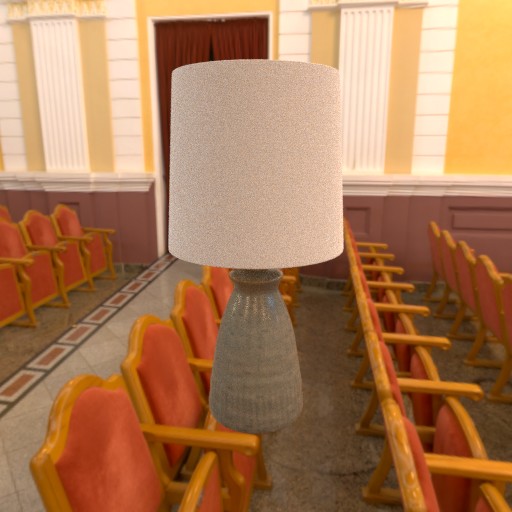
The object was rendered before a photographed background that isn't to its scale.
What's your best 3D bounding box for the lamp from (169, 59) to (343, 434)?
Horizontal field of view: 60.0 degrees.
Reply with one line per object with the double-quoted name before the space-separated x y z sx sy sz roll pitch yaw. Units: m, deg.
"lamp" 0.000 0.000 0.484 0.186 0.369 0.186 0 14 0
